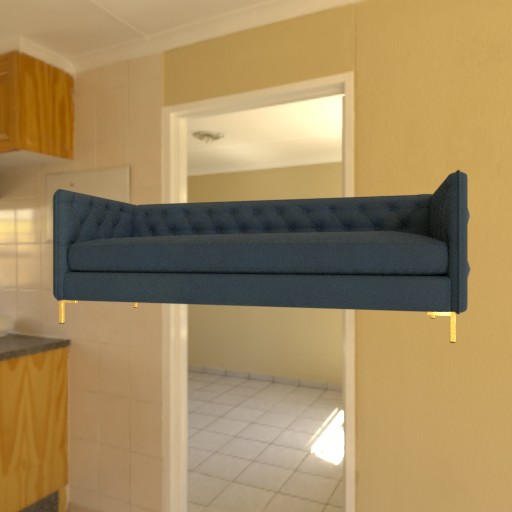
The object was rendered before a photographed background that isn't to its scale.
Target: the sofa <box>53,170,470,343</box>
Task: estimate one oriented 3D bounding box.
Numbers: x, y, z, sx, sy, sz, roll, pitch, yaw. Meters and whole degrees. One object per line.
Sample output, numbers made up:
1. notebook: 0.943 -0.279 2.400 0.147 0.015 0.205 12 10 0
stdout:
1. sofa: 0.000 0.000 2.637 2.209 0.771 0.895 0 0 16
